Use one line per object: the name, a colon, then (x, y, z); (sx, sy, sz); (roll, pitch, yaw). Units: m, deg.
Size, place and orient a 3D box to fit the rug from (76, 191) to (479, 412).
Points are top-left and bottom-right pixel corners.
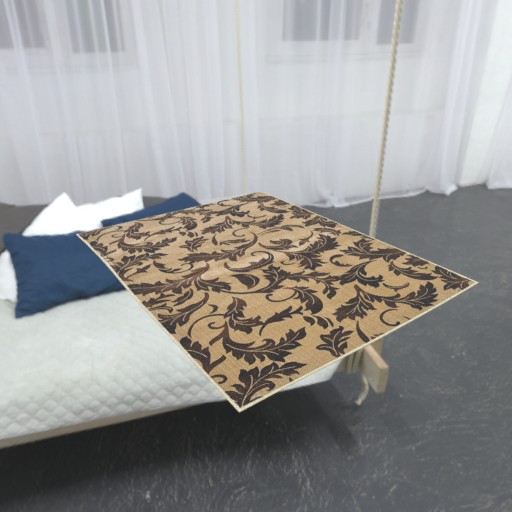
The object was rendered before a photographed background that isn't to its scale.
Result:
rug: (0.000, 0.000, 4.067); (2.380, 0.008, 2.977); (-18, 32, -32)
